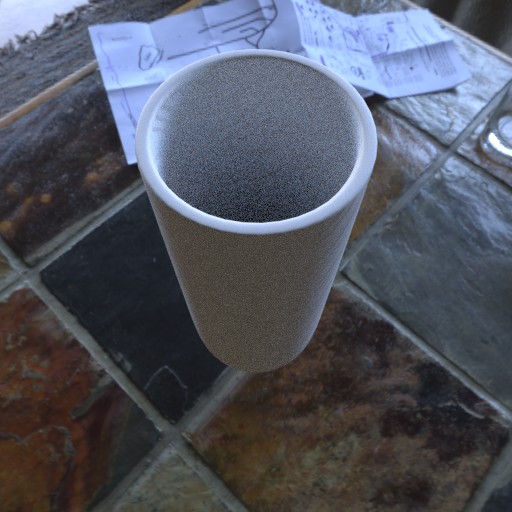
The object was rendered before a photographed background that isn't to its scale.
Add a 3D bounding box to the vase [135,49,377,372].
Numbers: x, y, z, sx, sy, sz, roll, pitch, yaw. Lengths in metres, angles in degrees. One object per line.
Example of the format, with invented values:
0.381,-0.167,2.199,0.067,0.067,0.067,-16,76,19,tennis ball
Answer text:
0.000,0.000,0.392,0.143,0.316,0.143,0,63,0,vase
